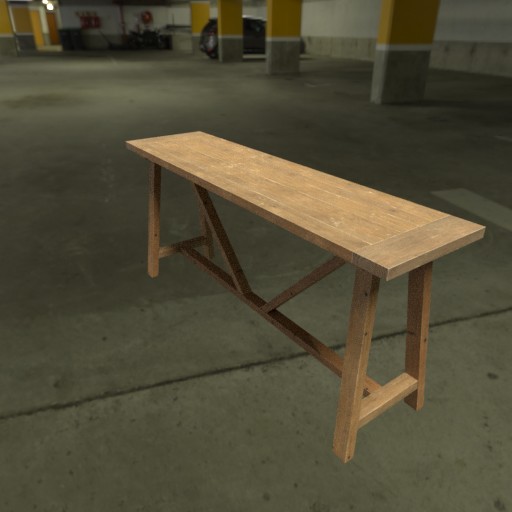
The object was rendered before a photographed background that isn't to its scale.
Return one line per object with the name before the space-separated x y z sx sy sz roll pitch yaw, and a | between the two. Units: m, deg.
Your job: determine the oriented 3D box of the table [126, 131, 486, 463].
table | 0.000 0.000 2.093 0.465 0.810 1.800 -18 32 -32
